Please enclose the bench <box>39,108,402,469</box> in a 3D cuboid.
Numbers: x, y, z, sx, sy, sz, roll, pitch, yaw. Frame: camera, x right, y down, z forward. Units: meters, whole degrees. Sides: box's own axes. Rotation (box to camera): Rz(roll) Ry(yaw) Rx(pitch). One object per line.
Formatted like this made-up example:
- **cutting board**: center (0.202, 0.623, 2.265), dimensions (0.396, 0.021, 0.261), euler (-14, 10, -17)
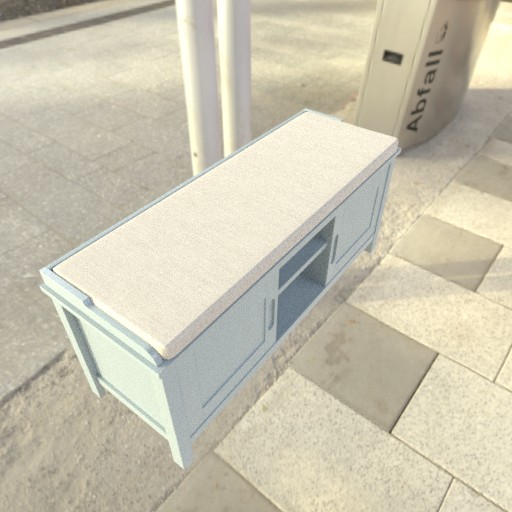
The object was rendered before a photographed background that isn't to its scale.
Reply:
- **bench**: center (0.000, 0.000, 1.413), dimensions (0.398, 0.501, 1.140), euler (27, 48, 27)
